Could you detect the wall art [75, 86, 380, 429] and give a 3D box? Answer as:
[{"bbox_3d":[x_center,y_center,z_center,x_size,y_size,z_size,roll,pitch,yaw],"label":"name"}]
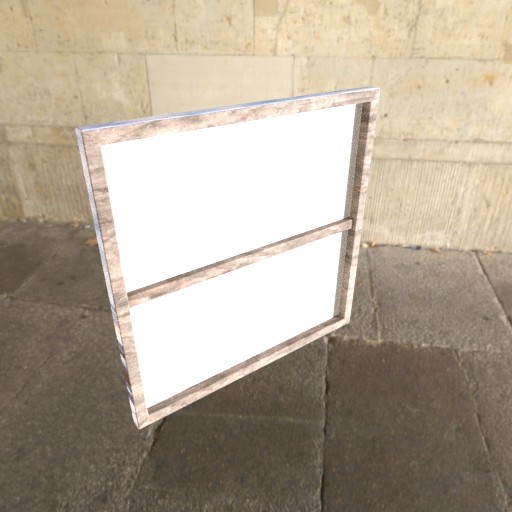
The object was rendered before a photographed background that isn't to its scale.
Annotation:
[{"bbox_3d":[0.000,0.000,1.128,0.747,0.747,0.035,-19,35,-30],"label":"wall art"}]
